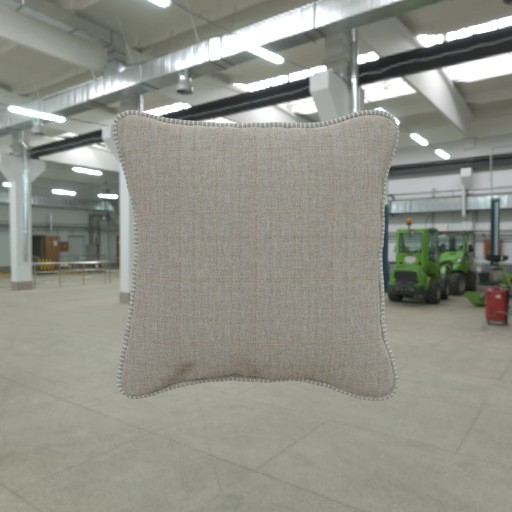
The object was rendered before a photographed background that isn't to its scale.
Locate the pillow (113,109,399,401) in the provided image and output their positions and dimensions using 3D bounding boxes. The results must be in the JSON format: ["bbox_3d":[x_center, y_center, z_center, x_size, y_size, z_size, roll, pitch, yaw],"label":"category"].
[{"bbox_3d":[0.000,0.000,0.754,0.485,0.494,0.124,0,1,1],"label":"pillow"}]
